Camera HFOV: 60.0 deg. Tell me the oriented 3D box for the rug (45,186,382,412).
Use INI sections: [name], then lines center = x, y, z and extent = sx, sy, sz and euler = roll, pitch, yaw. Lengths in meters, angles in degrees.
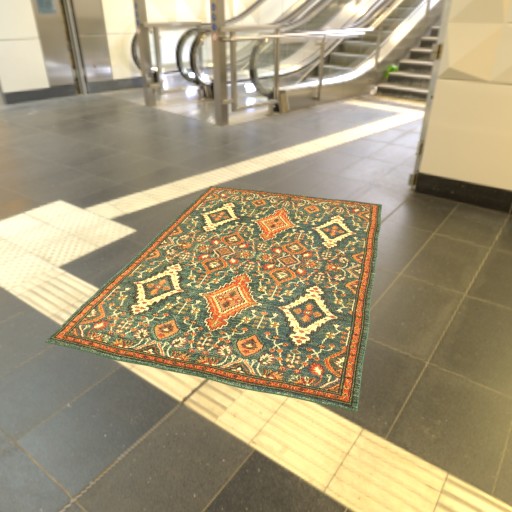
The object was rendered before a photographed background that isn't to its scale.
[rug]
center = 0.000, 0.000, 3.088
extent = 1.622, 0.009, 2.373
euler = 8, 31, 14
